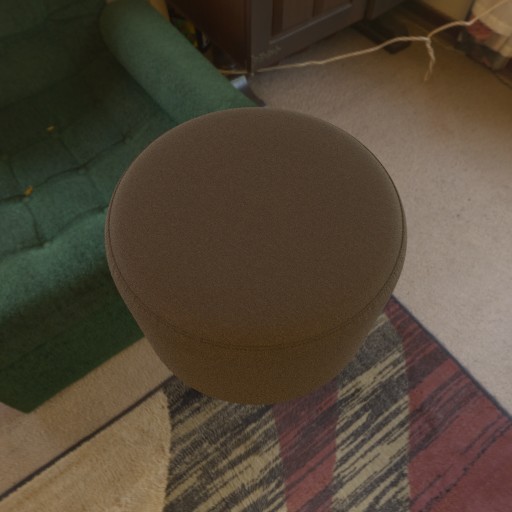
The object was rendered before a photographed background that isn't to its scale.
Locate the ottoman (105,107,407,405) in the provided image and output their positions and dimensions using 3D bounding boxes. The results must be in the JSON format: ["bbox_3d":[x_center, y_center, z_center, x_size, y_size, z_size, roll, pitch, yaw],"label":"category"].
[{"bbox_3d":[0.000,0.000,1.034,0.608,0.433,0.608,0,59,0],"label":"ottoman"}]
